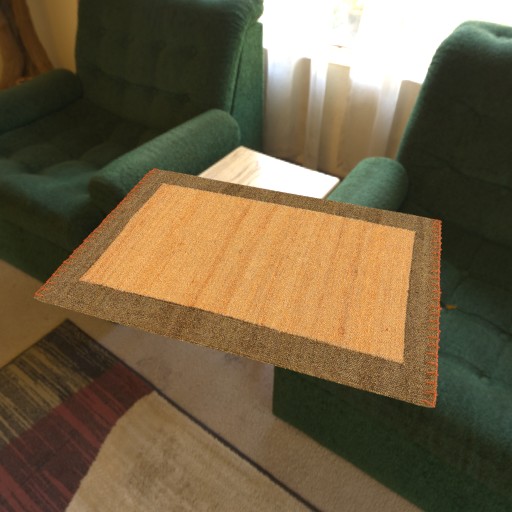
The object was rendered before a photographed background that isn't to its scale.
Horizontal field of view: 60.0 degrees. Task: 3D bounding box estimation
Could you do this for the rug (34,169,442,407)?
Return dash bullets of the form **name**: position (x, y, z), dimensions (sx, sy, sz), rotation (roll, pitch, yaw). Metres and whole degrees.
- **rug**: position (0.000, 0.000, 2.297), dimensions (1.838, 0.019, 1.220), rotation (12, 44, 13)
